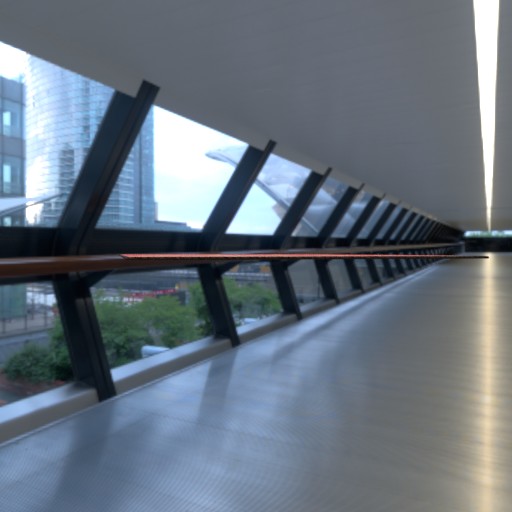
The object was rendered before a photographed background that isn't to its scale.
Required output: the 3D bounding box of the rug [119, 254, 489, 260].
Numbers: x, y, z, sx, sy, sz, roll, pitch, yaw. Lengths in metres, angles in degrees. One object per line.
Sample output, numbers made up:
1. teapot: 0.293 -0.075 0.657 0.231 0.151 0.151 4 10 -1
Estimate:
1. rug: 0.000 0.000 4.128 2.411 0.020 3.032 0 0 -18
